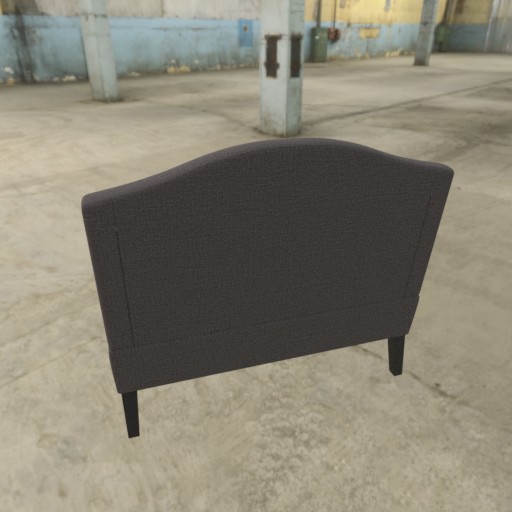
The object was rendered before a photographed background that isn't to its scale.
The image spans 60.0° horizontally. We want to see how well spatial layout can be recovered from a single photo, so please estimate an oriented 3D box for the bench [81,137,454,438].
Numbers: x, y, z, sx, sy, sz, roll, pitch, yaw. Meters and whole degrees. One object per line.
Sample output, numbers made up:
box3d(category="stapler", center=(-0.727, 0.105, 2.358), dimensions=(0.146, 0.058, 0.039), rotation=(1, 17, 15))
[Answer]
box3d(category="bench", center=(0.000, 0.000, 2.005), dimensions=(1.335, 1.180, 0.815), rotation=(-8, 27, -16))
